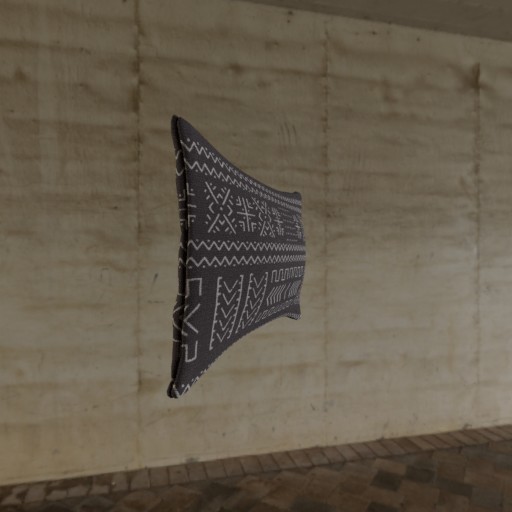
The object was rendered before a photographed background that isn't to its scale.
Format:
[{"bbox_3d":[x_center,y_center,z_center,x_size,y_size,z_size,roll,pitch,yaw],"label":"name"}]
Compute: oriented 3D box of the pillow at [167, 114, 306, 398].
[{"bbox_3d":[0.000,0.000,0.809,0.135,0.322,0.667,0,0,18],"label":"pillow"}]
